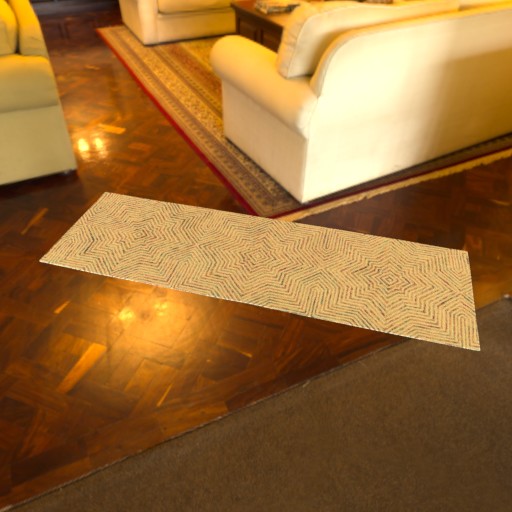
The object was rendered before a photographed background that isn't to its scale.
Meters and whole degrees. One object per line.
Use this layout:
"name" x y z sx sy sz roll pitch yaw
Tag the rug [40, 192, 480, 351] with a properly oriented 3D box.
"rug" 0.000 0.000 2.645 2.443 0.009 0.771 10 42 11
